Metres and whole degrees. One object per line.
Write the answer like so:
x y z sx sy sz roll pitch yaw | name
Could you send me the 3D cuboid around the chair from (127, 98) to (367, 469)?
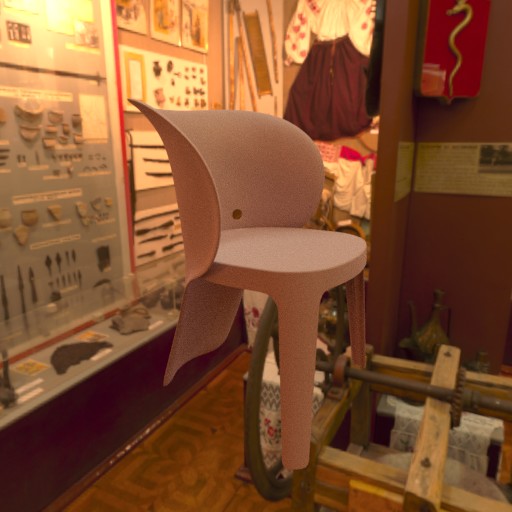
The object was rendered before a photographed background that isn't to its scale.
0.000 0.000 0.844 0.402 0.554 0.451 8 17 27 | chair
